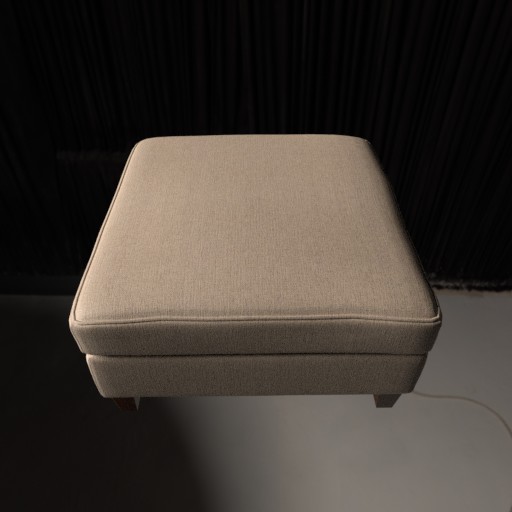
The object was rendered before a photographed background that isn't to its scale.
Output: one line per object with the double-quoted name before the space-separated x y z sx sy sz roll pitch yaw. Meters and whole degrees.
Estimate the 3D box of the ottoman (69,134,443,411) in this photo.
"ottoman" 0.000 0.000 1.369 0.838 0.481 0.838 -1 42 -1
